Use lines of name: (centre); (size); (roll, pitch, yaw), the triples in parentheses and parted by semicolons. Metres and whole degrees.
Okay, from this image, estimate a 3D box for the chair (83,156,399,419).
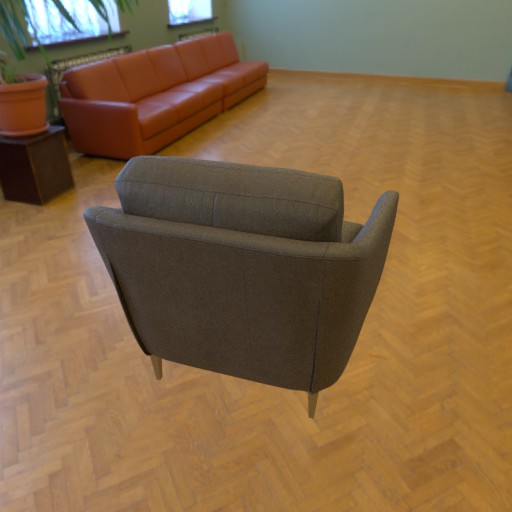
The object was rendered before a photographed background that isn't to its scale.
chair: (0.000, 0.000, 1.700); (0.988, 0.901, 0.961); (9, 33, 15)
